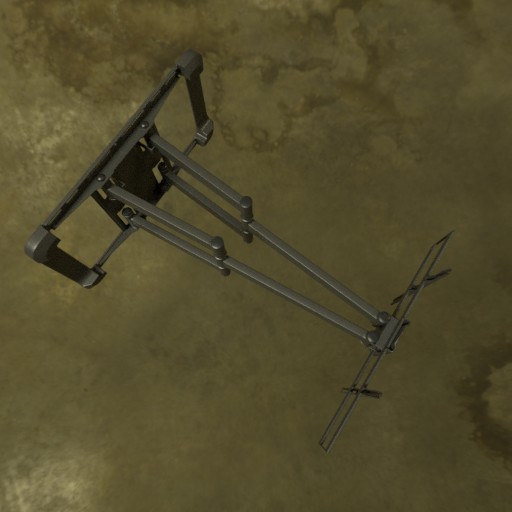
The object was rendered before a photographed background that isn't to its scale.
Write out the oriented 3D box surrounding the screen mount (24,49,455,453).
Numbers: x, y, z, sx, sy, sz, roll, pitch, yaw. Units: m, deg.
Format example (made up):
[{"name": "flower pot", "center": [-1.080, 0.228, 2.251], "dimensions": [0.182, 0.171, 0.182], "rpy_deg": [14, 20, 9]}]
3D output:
[{"name": "screen mount", "center": [0.000, 0.000, 1.322], "dimensions": [0.905, 0.483, 0.725], "rpy_deg": [32, 77, 8]}]
